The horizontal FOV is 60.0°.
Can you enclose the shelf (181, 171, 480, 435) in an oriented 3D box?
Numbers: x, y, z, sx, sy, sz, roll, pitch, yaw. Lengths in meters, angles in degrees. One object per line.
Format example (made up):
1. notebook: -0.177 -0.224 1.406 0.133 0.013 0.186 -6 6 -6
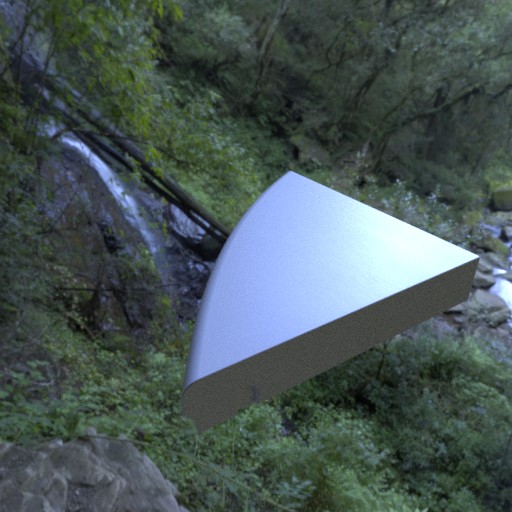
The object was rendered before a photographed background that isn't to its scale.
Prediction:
1. shelf: 0.000 0.000 0.473 0.310 0.050 0.310 -18 34 -28
